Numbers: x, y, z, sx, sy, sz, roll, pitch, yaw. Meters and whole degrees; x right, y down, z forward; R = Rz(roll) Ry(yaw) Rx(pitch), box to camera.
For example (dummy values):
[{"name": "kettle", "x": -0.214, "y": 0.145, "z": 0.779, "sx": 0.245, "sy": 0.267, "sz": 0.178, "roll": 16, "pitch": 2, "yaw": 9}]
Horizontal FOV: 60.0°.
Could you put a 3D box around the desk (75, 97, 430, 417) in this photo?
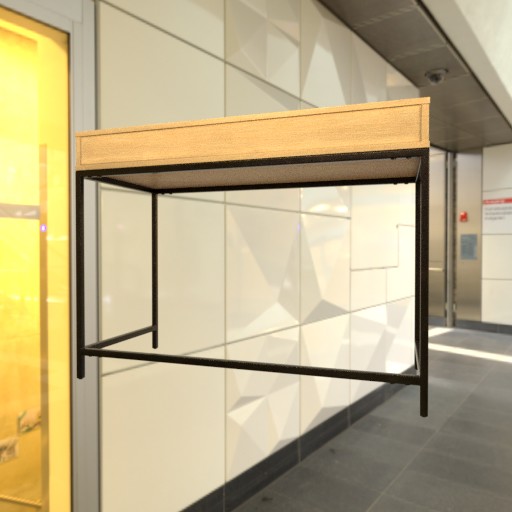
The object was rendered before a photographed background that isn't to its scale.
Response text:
[{"name": "desk", "x": 0.000, "y": 0.000, "z": 1.431, "sx": 1.016, "sy": 0.762, "sz": 0.470, "roll": 0, "pitch": 1, "yaw": 18}]
